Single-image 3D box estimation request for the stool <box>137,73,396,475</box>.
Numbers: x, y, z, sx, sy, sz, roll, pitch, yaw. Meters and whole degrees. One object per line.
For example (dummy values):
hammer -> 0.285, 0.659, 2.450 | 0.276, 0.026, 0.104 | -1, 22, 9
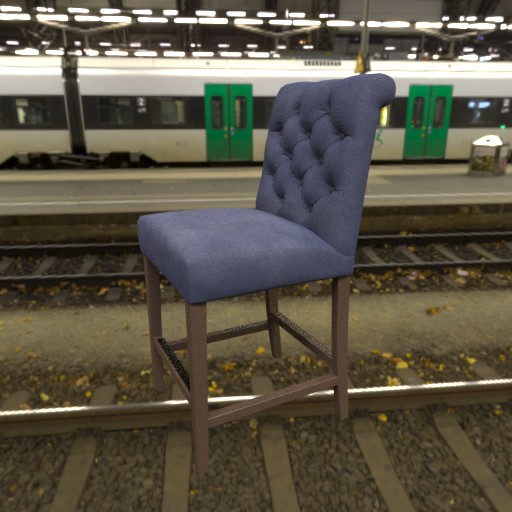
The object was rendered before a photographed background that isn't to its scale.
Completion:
stool -> 0.000, 0.000, 1.332 | 0.601, 1.010, 0.493 | -9, 20, -26
